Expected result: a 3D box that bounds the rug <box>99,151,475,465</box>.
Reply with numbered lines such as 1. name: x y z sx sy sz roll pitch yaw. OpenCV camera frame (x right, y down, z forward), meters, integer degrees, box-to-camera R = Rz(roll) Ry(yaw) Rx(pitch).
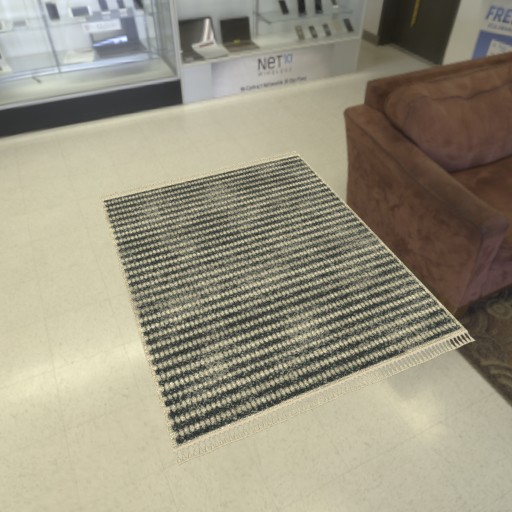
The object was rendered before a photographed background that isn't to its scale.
1. rug: 0.000 0.000 3.885 2.256 0.013 2.910 -17 46 -17
